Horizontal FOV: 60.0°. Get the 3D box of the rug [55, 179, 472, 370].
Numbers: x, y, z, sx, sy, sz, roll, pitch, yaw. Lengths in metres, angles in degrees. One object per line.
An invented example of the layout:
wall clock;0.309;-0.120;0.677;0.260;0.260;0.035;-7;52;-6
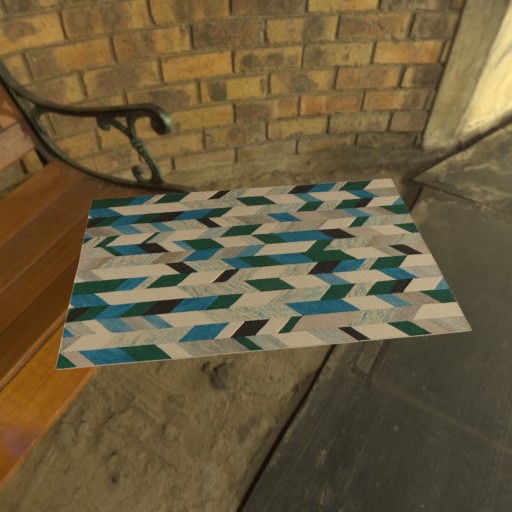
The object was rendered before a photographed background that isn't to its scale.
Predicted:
rug;0.000;0.000;3.070;2.433;0.007;1.507;-5;47;-4
